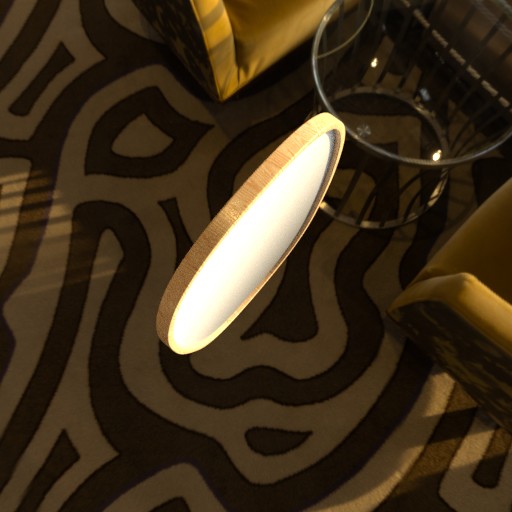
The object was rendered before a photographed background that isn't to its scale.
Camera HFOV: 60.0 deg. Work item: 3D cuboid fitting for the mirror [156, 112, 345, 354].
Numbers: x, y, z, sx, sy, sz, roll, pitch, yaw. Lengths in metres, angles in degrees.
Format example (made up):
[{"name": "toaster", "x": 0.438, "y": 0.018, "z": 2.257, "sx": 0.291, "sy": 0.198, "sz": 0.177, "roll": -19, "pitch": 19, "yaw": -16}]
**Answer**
[{"name": "mirror", "x": 0.000, "y": 0.000, "z": 1.337, "sx": 0.037, "sy": 1.075, "sz": 0.724, "roll": 39, "pitch": 79, "yaw": 9}]
